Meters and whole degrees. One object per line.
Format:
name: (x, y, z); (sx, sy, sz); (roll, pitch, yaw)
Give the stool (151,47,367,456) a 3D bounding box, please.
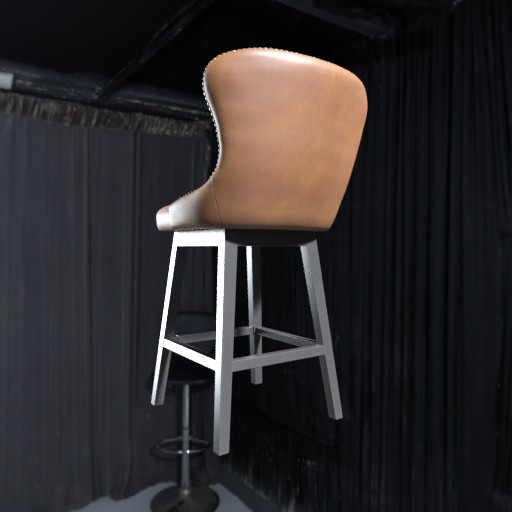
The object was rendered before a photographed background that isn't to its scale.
stool: (0.000, 0.000, 1.320); (0.528, 0.971, 0.593); (-1, 1, -35)
